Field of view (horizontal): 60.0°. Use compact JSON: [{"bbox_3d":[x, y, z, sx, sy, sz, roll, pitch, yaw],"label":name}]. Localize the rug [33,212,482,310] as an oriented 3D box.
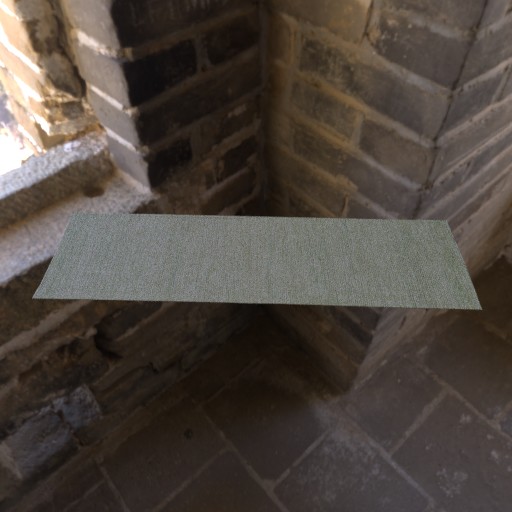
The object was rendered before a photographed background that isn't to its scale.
[{"bbox_3d":[0.000,0.000,2.520,2.340,0.013,0.686,1,46,1],"label":"rug"}]
